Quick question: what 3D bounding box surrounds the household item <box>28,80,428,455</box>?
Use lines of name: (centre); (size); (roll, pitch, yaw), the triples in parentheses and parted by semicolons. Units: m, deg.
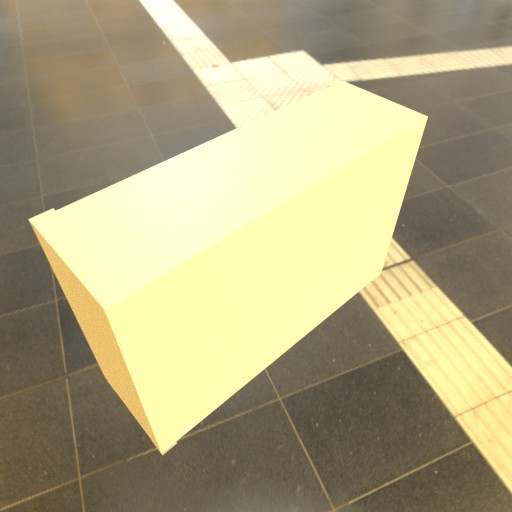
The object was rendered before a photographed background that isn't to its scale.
household item: (0.000, 0.000, 1.716); (1.300, 0.867, 0.420); (-33, 54, -28)
